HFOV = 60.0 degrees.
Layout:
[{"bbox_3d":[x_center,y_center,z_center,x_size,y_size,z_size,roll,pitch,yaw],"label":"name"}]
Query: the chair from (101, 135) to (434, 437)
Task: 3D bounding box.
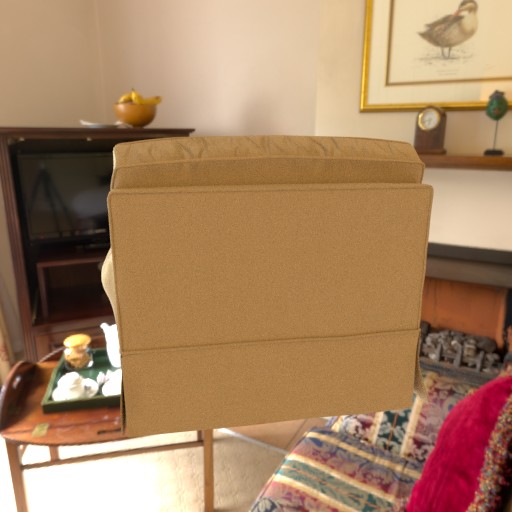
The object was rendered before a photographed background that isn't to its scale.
[{"bbox_3d":[0.000,0.000,1.789,1.096,0.937,0.903,-2,15,-9],"label":"chair"}]
